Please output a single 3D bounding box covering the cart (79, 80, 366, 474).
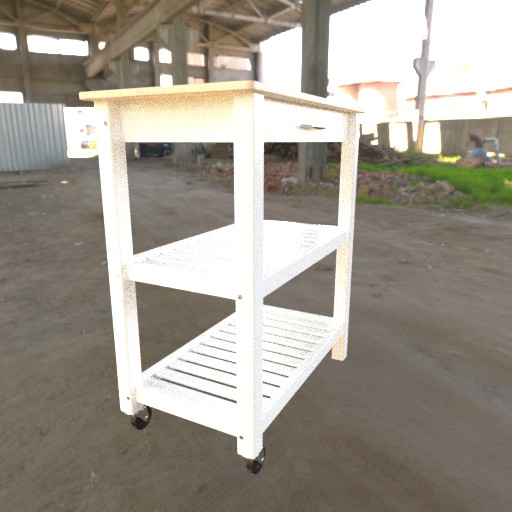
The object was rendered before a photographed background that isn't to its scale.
[{"bbox_3d":[0.000,0.000,1.415,0.457,0.927,0.899,8,16,27],"label":"cart"}]
